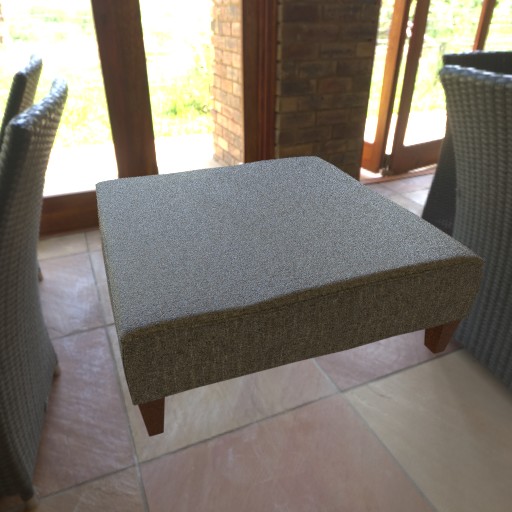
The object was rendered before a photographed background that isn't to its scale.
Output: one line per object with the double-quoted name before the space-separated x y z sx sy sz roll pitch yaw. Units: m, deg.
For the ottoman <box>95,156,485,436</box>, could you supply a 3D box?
"ottoman" 0.000 0.000 1.525 0.981 0.379 1.016 -10 31 -18
